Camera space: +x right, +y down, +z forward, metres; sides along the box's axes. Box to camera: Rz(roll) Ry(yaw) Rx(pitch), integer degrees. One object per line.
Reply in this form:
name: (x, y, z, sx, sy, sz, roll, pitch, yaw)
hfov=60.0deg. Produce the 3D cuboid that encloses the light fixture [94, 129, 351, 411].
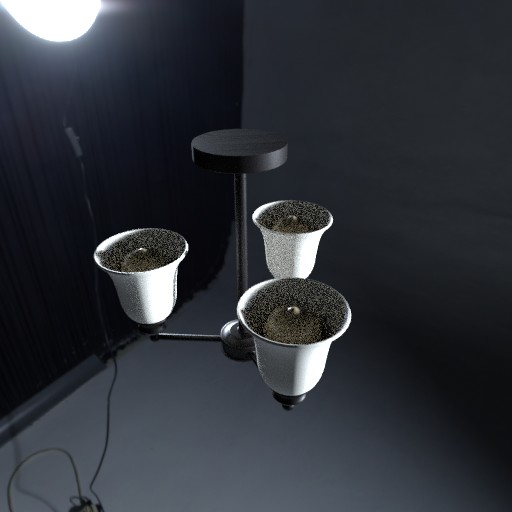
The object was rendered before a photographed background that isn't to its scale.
light fixture: (0.000, 0.000, 0.677, 0.388, 0.370, 0.354, 19, 35, 29)
